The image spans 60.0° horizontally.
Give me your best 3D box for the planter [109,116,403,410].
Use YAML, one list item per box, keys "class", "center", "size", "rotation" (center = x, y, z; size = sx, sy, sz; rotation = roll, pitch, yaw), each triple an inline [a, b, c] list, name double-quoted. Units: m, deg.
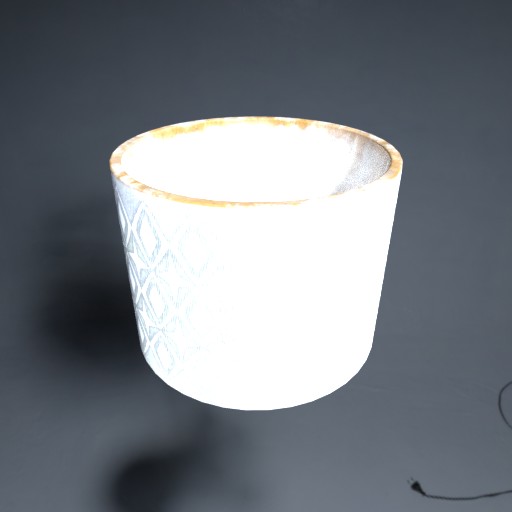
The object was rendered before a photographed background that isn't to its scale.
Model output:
- class: "planter"
  center: [0.000, 0.000, 0.455]
  size: [0.255, 0.223, 0.255]
  rotation: [0, 30, 0]
